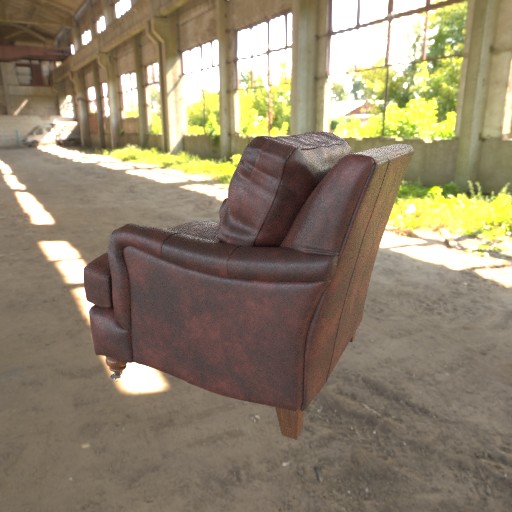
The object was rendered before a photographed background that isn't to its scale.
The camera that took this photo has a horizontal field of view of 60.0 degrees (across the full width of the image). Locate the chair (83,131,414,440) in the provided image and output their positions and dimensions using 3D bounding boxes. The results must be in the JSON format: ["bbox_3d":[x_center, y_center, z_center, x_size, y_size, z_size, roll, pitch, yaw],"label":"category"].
[{"bbox_3d":[0.000,0.000,1.949,1.156,1.051,0.987,8,18,24],"label":"chair"}]
